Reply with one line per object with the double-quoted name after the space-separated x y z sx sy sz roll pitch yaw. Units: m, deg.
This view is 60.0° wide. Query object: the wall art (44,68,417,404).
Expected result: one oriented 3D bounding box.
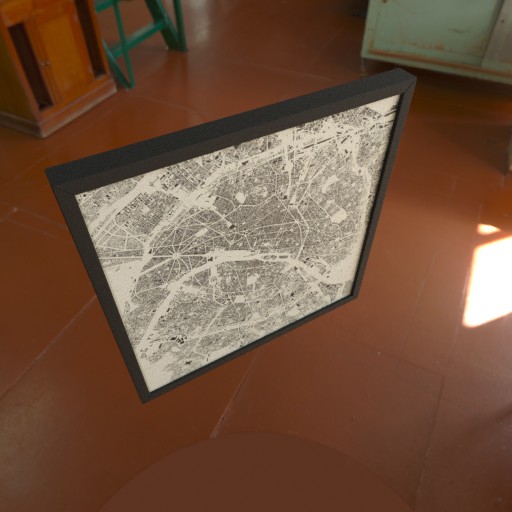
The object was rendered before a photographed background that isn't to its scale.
0.000 0.000 0.739 0.508 0.508 0.037 -23 51 -20 "wall art"
